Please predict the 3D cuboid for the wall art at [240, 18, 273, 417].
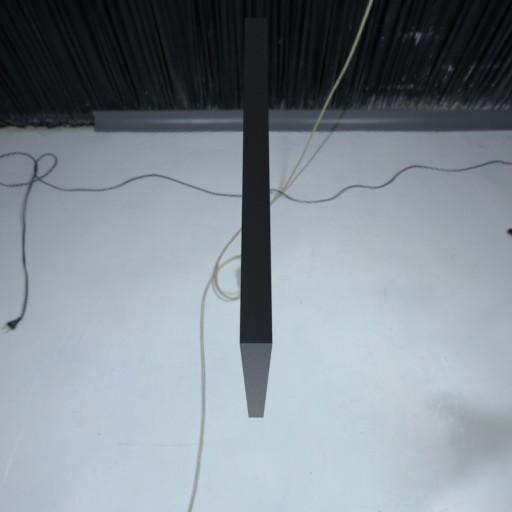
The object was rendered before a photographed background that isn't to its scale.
[{"bbox_3d":[0.000,0.000,0.763,0.031,0.558,0.461,0,63,0],"label":"wall art"}]
